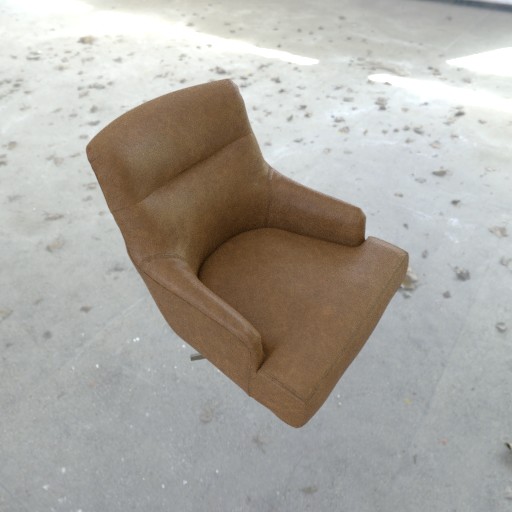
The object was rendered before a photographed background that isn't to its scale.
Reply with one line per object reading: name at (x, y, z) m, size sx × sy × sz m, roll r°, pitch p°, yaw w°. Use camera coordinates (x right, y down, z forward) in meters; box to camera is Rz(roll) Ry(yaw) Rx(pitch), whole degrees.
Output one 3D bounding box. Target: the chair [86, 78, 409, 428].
chair at (0.000, 0.000, 1.494) m, size 0.874 × 0.869 × 0.729 m, roll 25°, pitch 47°, yaw 26°
